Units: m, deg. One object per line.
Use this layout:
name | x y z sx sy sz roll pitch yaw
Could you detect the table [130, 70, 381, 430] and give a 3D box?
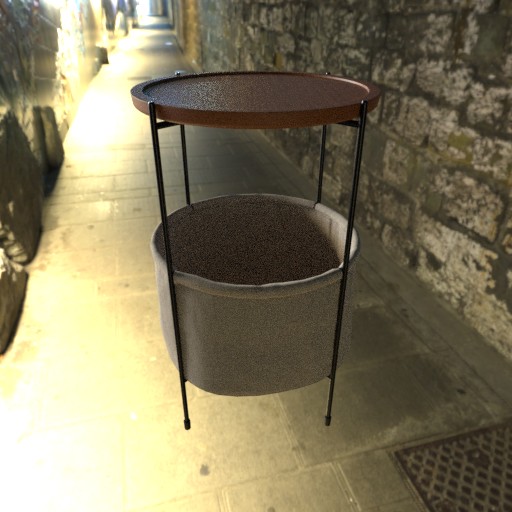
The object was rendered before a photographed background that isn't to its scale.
table | 0.000 0.000 0.854 0.393 0.623 0.393 -1 30 -1
